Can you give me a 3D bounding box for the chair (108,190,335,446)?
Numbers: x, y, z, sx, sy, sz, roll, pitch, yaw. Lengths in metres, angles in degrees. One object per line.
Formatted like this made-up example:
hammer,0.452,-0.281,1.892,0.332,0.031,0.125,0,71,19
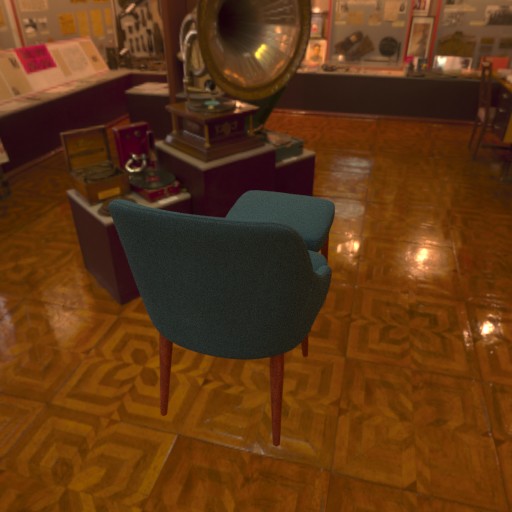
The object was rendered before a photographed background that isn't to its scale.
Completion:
chair,0.000,0.000,1.624,0.584,0.866,1.114,9,33,14
